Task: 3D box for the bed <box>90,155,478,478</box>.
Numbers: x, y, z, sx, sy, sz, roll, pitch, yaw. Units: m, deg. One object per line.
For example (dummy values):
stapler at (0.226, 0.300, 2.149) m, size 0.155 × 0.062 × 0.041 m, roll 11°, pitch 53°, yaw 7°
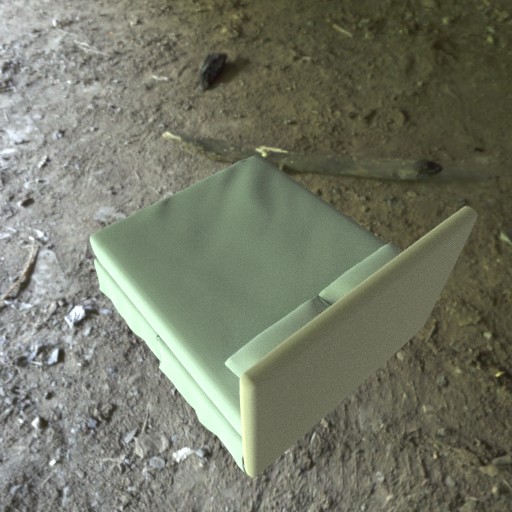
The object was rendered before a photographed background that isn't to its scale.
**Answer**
bed at (0.000, 0.000, 3.319) m, size 1.884 × 1.330 × 2.142 m, roll -32°, pitch 55°, yaw -26°
